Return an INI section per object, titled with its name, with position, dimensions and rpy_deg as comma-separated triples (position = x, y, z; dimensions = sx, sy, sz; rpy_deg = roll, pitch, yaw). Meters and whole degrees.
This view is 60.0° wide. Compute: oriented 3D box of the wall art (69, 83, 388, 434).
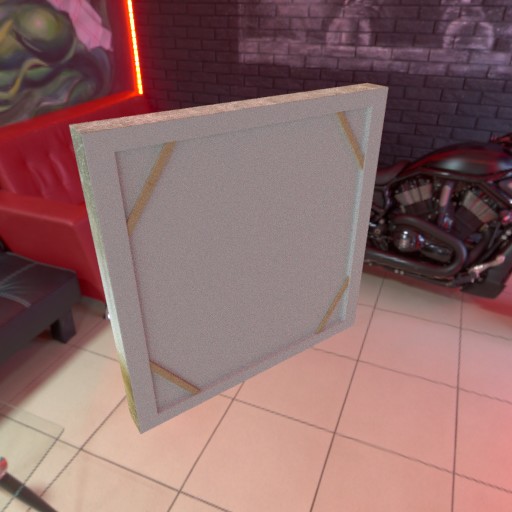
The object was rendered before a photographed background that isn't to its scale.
[wall art]
position = 0.000, 0.000, 0.610
dimensions = 0.405, 0.407, 0.038
rpy_deg = -19, 36, -29
